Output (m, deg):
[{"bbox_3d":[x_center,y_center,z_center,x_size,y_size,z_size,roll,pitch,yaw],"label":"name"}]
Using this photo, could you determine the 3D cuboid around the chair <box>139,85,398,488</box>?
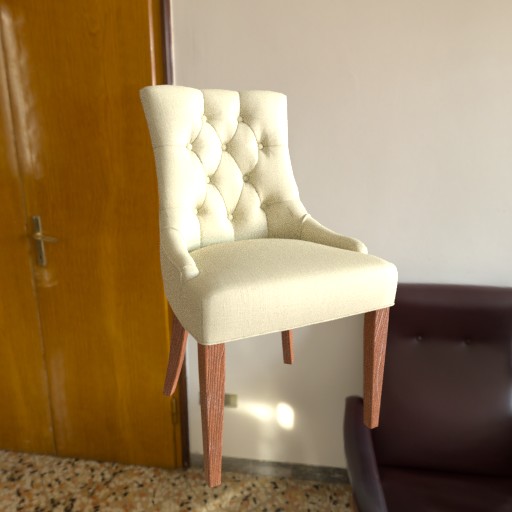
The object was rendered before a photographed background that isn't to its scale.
[{"bbox_3d":[0.000,0.000,1.163,0.509,0.874,0.565,-7,16,-26],"label":"chair"}]
